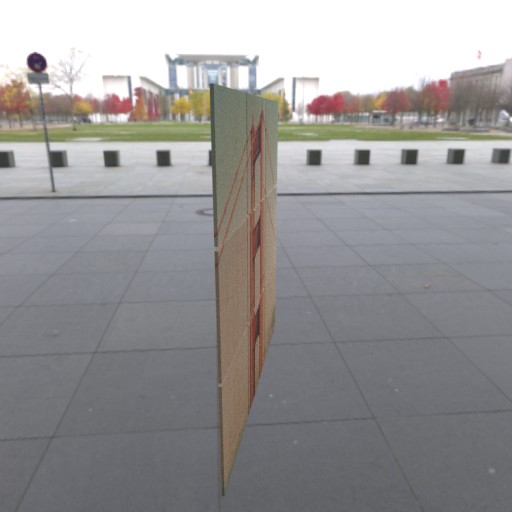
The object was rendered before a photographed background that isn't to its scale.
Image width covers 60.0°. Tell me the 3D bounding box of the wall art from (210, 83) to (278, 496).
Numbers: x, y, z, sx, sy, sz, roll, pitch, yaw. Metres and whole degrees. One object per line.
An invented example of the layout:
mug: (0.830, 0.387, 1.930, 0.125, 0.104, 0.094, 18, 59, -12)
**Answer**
wall art: (0.000, 0.000, 2.238, 0.013, 1.523, 1.517, 3, 17, 9)
